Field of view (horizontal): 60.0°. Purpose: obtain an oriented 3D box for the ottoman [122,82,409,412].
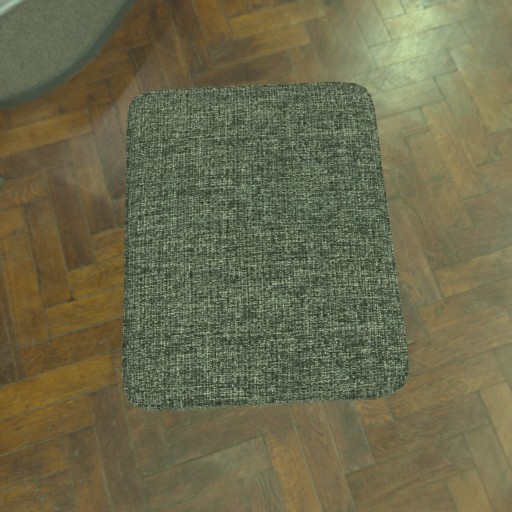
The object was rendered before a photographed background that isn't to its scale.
[{"bbox_3d":[0.000,0.000,1.145,0.589,0.537,0.738,-3,76,-1],"label":"ottoman"}]
